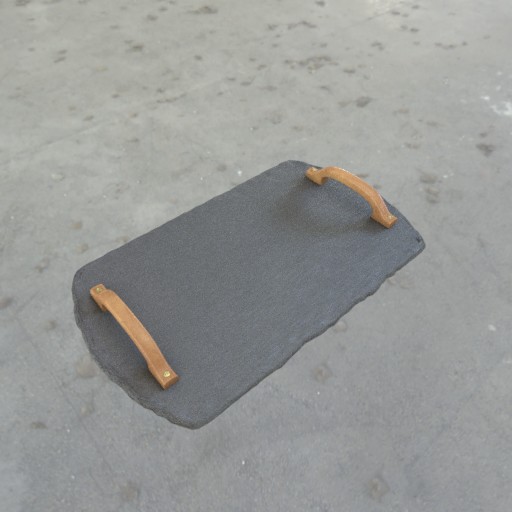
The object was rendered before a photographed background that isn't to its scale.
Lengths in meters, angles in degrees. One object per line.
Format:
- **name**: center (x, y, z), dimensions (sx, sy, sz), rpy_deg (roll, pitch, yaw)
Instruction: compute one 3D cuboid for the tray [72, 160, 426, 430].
- **tray**: center (0.000, 0.000, 0.485), dimensions (0.387, 0.062, 0.231), rpy_deg (-32, 54, -27)
